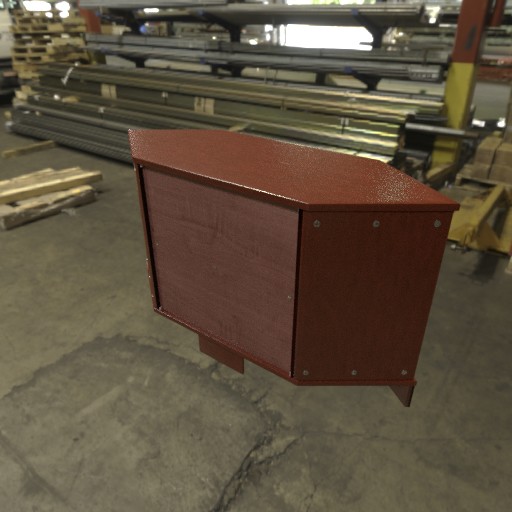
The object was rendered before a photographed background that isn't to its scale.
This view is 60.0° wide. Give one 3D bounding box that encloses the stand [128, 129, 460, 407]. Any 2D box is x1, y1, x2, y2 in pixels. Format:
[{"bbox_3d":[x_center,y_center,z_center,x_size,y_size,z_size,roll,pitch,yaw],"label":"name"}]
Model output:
[{"bbox_3d":[0.000,0.000,1.362,1.072,0.614,0.381,20,35,31],"label":"stand"}]
